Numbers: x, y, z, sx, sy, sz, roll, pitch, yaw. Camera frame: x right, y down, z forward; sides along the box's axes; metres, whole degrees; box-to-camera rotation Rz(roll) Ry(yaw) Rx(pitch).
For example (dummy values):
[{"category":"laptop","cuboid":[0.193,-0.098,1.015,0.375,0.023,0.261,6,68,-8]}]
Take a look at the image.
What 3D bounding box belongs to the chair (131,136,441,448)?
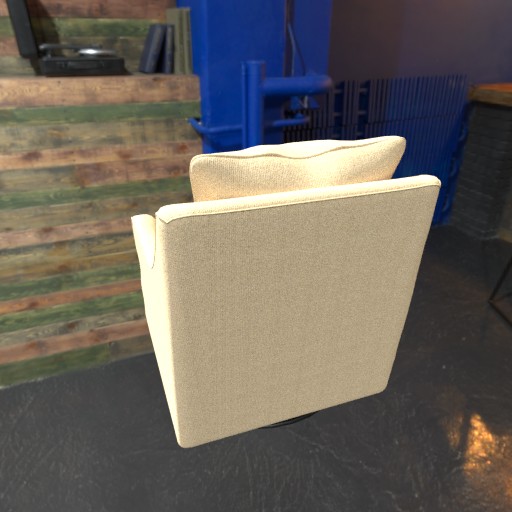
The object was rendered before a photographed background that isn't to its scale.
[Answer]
[{"category":"chair","cuboid":[0.000,0.000,1.560,0.760,0.927,0.876,-9,28,-18]}]
